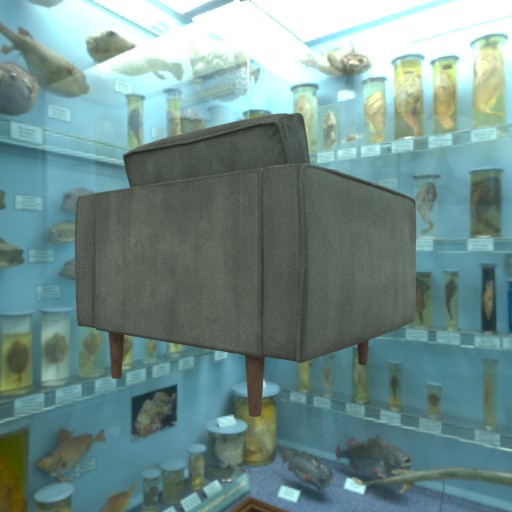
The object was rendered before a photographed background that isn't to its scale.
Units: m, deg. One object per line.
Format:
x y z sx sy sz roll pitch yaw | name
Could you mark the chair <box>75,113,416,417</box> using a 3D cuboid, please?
0.000 0.000 1.540 0.928 0.773 0.843 0 0 37 | chair
